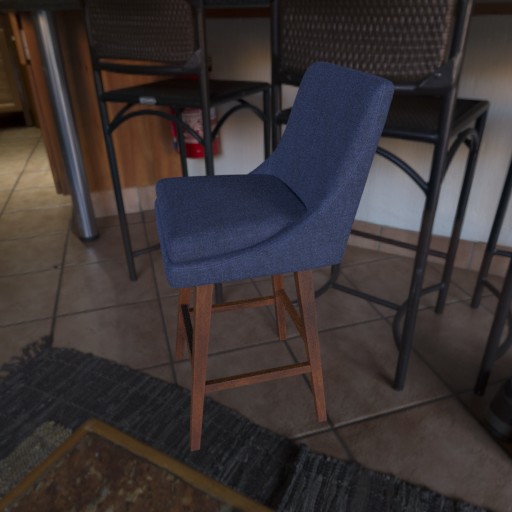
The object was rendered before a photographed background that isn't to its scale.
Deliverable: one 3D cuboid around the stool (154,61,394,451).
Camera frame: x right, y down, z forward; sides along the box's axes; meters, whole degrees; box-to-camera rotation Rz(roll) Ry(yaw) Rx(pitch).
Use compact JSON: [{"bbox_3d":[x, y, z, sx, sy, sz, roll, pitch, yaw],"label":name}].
[{"bbox_3d":[0.000,0.000,1.379,0.572,1.068,0.489,-8,30,-13],"label":"stool"}]
